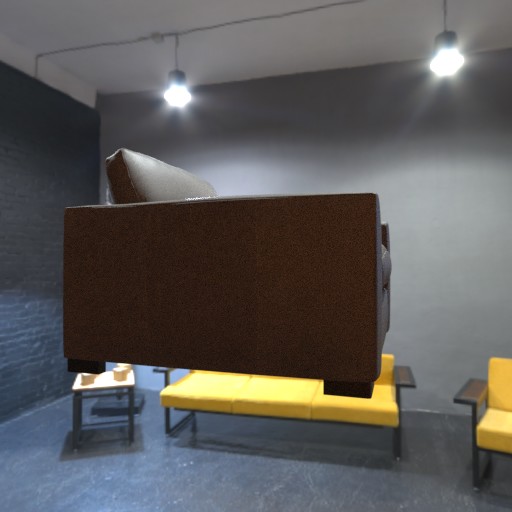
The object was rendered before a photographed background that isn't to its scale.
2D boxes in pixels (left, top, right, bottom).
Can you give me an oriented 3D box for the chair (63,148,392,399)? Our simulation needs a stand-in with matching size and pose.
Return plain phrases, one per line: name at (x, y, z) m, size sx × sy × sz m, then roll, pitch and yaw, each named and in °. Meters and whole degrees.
chair at (0.000, 0.000, 1.853) m, size 1.080 × 0.807 × 1.106 m, roll 0°, pitch -1°, yaw 18°
